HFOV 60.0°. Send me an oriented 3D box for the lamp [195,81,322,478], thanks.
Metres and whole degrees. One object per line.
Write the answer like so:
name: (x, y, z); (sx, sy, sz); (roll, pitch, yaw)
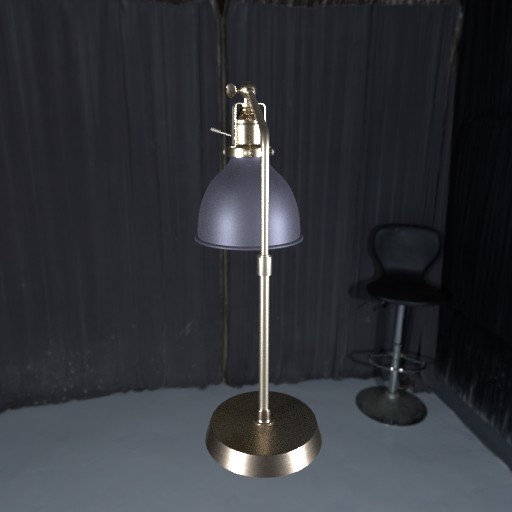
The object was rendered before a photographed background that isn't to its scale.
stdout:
lamp: (0.000, 0.000, 0.597); (0.160, 0.456, 0.291); (-2, 15, -9)
